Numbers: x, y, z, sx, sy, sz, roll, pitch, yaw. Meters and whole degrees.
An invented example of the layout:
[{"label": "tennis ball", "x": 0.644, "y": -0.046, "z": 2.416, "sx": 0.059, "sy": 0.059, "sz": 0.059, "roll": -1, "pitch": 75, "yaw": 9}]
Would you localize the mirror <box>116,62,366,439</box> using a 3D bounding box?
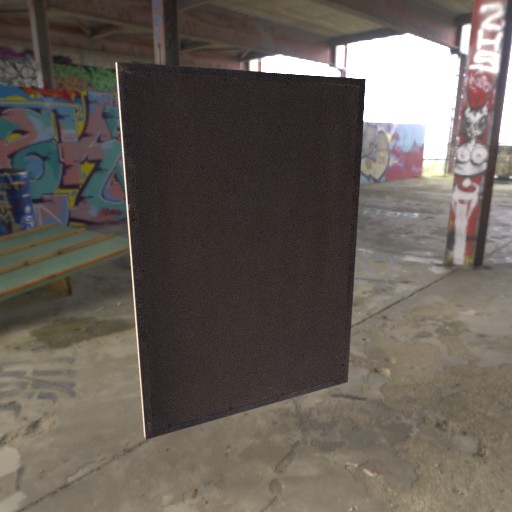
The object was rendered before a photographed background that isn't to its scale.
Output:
[{"label": "mirror", "x": 0.000, "y": 0.000, "z": 1.285, "sx": 0.705, "sy": 0.996, "sz": 0.025, "roll": -7, "pitch": 17, "yaw": -25}]
